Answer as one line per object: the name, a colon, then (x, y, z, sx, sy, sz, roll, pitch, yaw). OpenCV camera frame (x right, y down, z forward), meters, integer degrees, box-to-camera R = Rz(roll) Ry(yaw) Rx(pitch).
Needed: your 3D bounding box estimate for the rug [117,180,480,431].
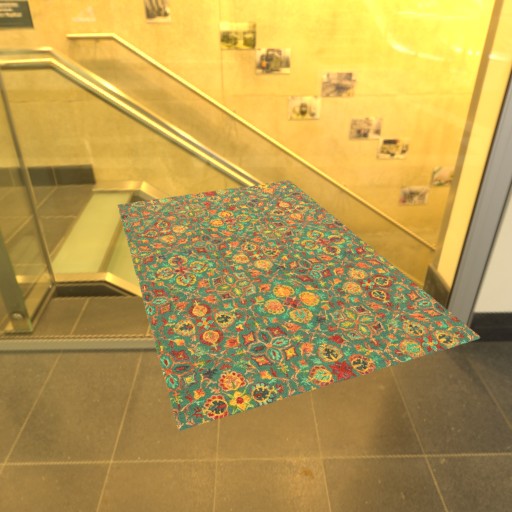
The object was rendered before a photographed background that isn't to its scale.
rug: (0.000, 0.000, 2.893, 1.527, 0.016, 2.290, -11, 33, -18)
